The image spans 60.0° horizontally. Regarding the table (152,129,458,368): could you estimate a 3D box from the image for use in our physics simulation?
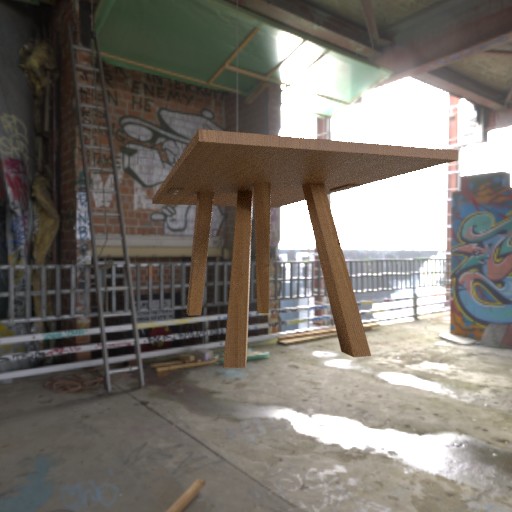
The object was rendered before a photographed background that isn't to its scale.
[{"bbox_3d":[0.000,0.000,2.255,0.901,0.750,1.797,0,1,-17],"label":"table"}]
